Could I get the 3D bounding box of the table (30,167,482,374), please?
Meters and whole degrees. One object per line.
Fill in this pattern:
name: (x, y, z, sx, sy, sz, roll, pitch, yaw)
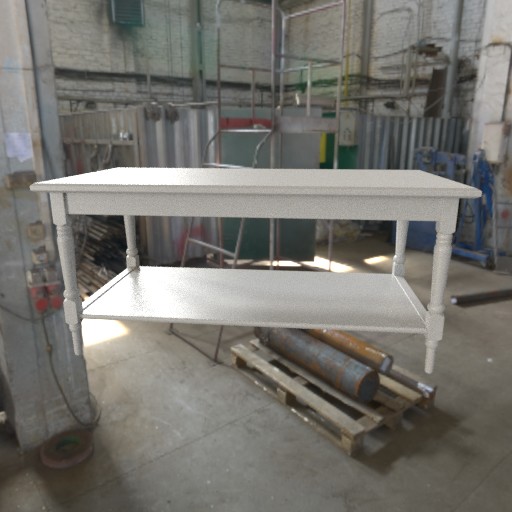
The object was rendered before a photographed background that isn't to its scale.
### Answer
table: (0.000, 0.000, 1.410, 1.109, 0.506, 0.551, 2, 16, 6)
